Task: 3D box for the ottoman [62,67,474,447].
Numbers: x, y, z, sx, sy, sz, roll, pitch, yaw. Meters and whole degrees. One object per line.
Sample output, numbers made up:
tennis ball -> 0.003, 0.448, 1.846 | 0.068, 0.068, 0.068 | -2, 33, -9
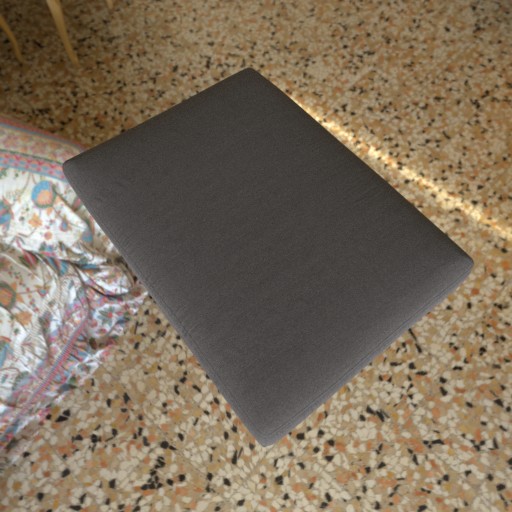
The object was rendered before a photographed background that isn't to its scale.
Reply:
ottoman -> 0.000, 0.000, 1.136 | 0.569, 0.500, 0.771 | -34, 67, -17
